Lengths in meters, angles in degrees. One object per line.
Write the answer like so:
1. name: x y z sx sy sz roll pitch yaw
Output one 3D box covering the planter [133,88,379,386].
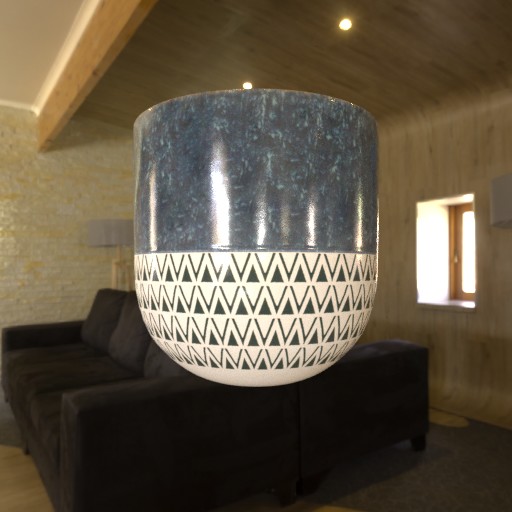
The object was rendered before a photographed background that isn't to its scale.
1. planter: 0.000 0.000 0.494 0.266 0.270 0.266 0 -2 0
